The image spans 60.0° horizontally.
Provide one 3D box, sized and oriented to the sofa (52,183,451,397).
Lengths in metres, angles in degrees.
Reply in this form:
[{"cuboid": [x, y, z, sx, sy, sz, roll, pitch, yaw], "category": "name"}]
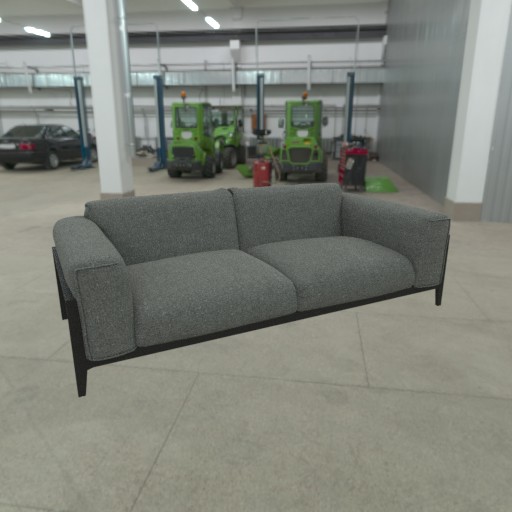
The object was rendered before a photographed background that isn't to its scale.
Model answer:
[{"cuboid": [0.000, 0.000, 2.595, 2.125, 0.703, 0.985, -8, 19, -26], "category": "sofa"}]
